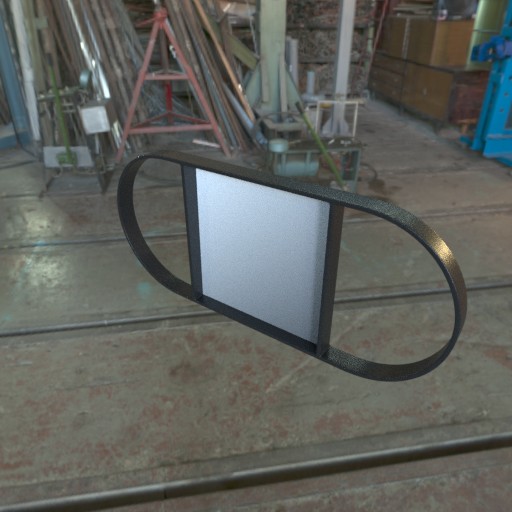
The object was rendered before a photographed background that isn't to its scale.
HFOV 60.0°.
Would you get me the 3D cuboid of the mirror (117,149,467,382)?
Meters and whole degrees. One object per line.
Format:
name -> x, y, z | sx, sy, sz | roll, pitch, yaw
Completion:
mirror -> 0.000, 0.000, 0.660 | 0.584, 0.254, 0.032 | 20, 36, 30
